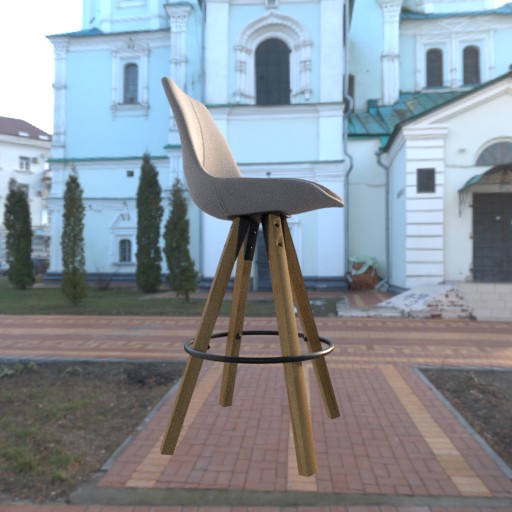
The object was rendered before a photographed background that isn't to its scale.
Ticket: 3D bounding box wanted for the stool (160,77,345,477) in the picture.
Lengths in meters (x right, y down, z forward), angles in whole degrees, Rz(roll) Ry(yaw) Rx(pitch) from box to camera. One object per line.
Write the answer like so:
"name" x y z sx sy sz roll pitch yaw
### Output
"stool" 0.000 0.000 1.399 0.550 1.115 0.484 0 -1 18
